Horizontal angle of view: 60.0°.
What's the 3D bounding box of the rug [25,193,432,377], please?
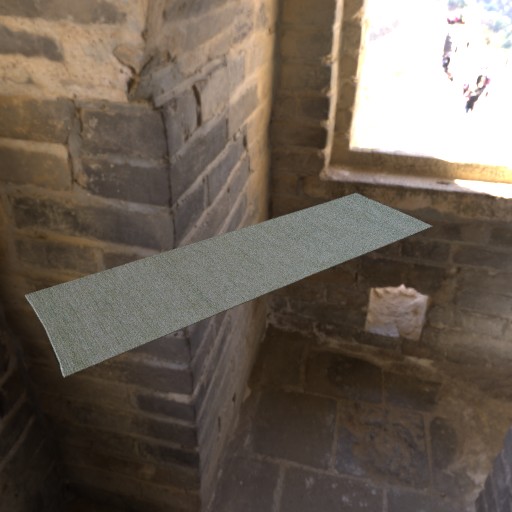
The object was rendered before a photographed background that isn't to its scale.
[{"bbox_3d":[0.000,0.000,2.551,2.340,0.013,0.686,-19,36,-29],"label":"rug"}]
